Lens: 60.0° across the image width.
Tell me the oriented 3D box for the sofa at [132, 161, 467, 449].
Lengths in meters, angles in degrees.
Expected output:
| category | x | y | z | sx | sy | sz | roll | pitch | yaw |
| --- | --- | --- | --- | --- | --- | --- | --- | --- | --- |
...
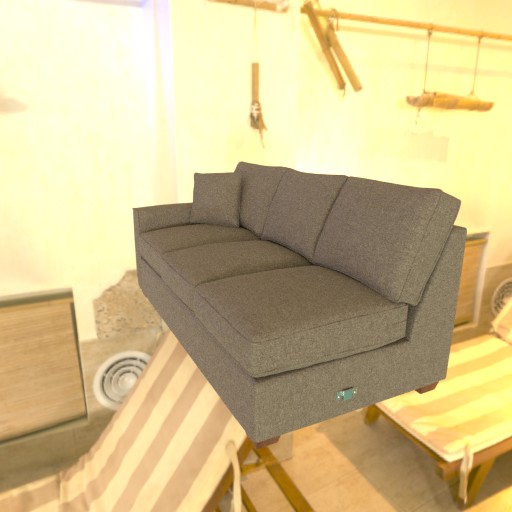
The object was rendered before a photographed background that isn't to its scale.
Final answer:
| category | x | y | z | sx | sy | sz | roll | pitch | yaw |
| --- | --- | --- | --- | --- | --- | --- | --- | --- | --- |
| sofa | 0.000 | 0.000 | 2.535 | 1.034 | 0.946 | 1.963 | -8 | 18 | -26 |
